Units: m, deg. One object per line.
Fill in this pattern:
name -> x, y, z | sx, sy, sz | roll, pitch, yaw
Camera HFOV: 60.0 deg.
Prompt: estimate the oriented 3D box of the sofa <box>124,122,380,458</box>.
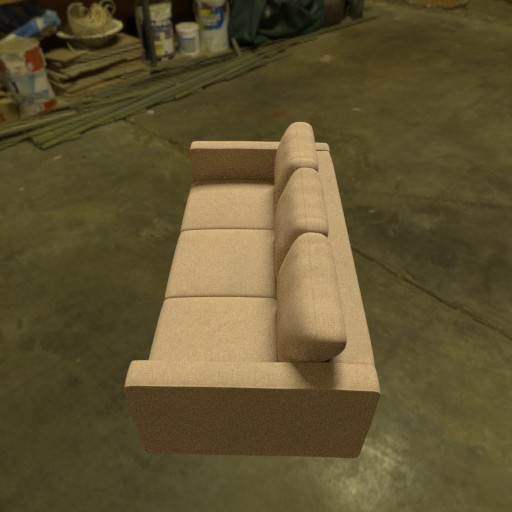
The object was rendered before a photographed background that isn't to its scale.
sofa -> 0.000, 0.000, 2.371 | 0.930, 0.800, 1.855 | 1, 41, 1
